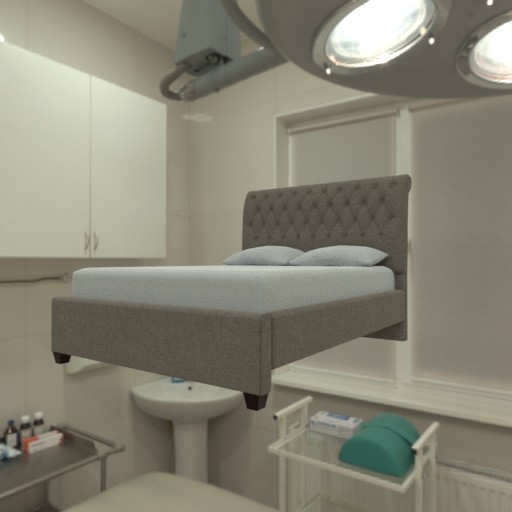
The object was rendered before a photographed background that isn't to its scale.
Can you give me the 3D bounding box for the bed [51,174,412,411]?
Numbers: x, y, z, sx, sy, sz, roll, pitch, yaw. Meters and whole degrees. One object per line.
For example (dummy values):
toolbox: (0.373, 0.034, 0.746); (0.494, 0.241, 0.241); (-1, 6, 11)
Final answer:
bed: (0.000, 0.000, 3.290); (1.645, 1.371, 2.252); (0, -1, 35)
